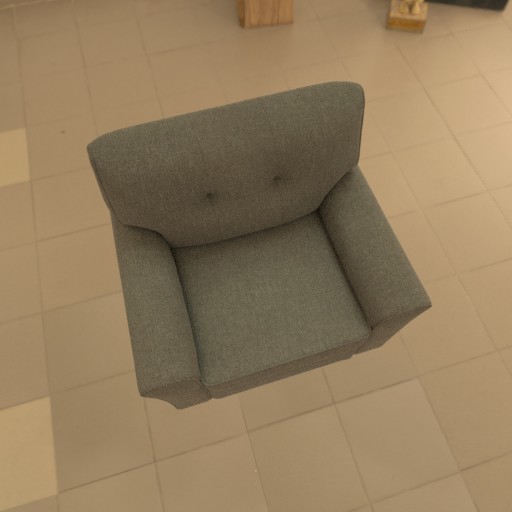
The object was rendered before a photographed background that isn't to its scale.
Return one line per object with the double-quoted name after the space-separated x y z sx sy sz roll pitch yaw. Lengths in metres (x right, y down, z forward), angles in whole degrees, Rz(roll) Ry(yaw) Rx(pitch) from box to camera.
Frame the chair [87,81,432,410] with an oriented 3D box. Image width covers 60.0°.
0.000 0.000 1.600 0.941 0.890 0.816 -15 65 -7 "chair"
